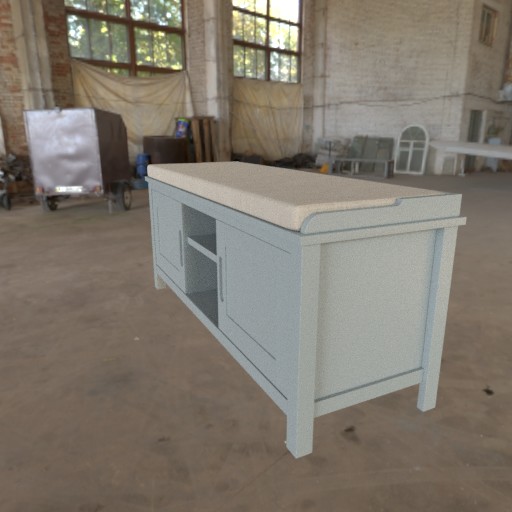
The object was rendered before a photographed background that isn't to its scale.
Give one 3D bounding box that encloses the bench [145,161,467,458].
[{"bbox_3d":[0.000,0.000,1.369,0.398,0.501,1.140,-8,17,-25],"label":"bench"}]
